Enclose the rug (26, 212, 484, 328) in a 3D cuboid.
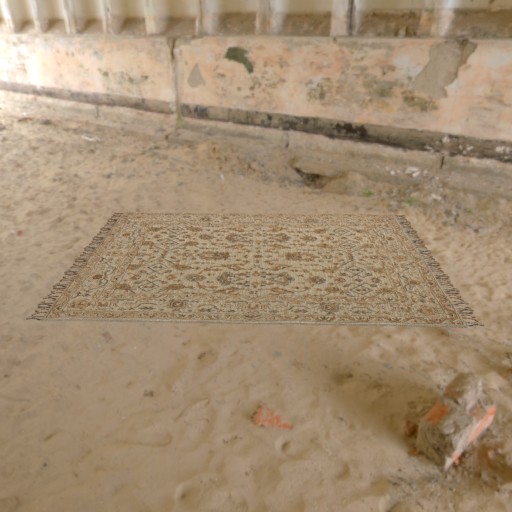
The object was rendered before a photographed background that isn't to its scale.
[{"bbox_3d":[0.000,0.000,3.012,2.434,0.027,1.529,1,28,1],"label":"rug"}]
